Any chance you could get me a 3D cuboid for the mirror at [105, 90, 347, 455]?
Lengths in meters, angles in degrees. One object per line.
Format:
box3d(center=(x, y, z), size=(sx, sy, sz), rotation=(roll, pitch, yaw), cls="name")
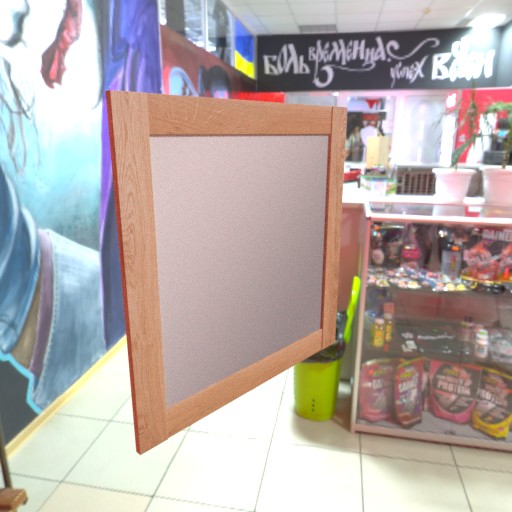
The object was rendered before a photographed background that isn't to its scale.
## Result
box3d(center=(0.000, 0.000, 1.210), size=(0.020, 0.800, 0.800), rotation=(14, 21, 42), cls="mirror")
